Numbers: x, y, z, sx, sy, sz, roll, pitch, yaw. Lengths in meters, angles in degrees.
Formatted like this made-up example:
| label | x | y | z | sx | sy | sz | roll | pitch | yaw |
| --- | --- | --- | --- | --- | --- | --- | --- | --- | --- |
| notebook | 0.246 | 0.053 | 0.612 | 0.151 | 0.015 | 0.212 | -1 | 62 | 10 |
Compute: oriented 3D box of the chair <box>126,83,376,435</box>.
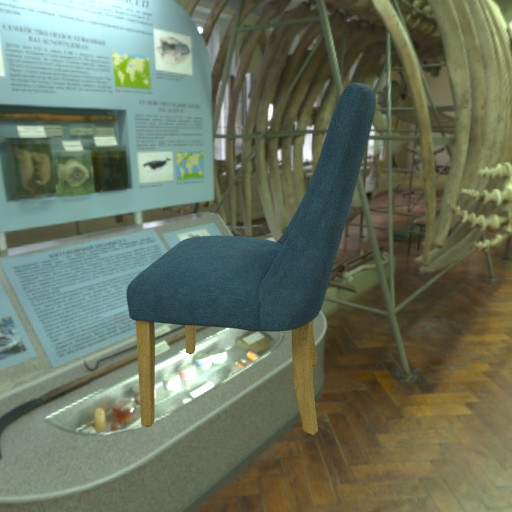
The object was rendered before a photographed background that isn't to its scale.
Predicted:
| label | x | y | z | sx | sy | sz | roll | pitch | yaw |
| --- | --- | --- | --- | --- | --- | --- | --- | --- | --- |
| chair | 0.000 | 0.000 | 1.290 | 0.609 | 0.902 | 0.495 | 2 | 16 | 8 |
